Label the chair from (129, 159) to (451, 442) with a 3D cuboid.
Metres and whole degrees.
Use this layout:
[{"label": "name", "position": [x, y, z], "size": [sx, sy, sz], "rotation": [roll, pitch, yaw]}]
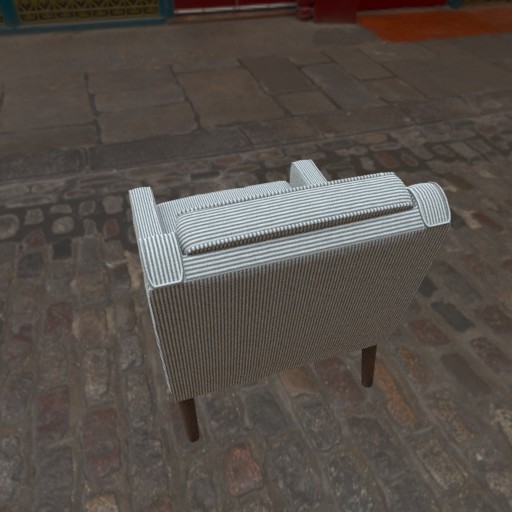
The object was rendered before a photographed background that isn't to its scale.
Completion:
[{"label": "chair", "position": [0.000, 0.000, 1.337], "size": [0.663, 0.792, 0.743], "rotation": [-12, 43, -14]}]
